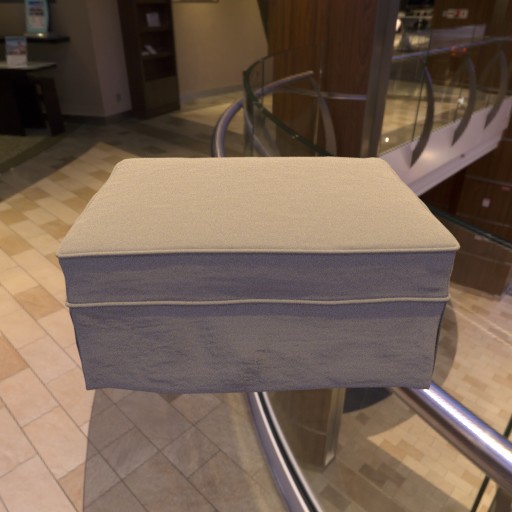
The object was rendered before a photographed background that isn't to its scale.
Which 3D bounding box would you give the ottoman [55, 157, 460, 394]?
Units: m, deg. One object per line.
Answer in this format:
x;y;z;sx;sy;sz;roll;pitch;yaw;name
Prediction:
0.000;0.000;1.331;0.944;0.479;0.703;-1;30;-2;ottoman
